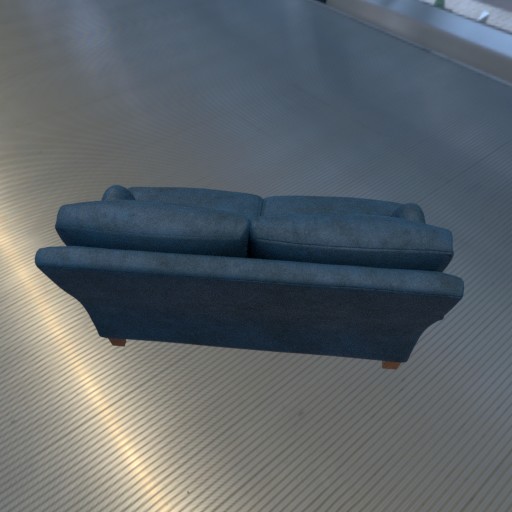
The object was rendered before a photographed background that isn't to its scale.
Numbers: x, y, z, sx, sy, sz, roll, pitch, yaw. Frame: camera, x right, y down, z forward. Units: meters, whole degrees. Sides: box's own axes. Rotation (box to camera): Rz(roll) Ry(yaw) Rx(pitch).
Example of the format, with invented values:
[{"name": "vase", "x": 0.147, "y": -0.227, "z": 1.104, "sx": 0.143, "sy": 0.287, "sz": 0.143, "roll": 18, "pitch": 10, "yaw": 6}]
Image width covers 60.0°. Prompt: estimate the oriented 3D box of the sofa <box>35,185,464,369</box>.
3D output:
[{"name": "sofa", "x": 0.000, "y": 0.000, "z": 2.485, "sx": 1.853, "sy": 1.101, "sz": 1.084, "roll": 4, "pitch": 48, "yaw": 4}]
